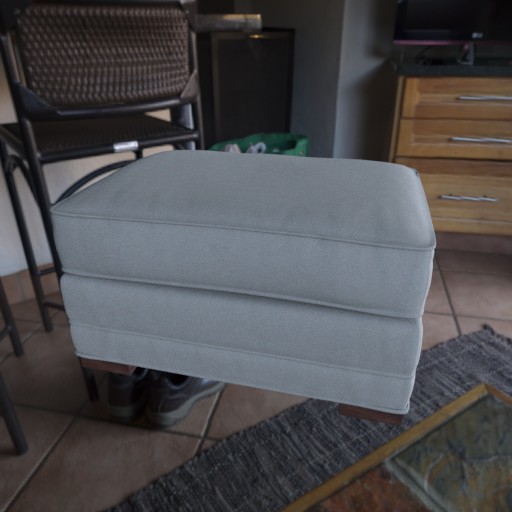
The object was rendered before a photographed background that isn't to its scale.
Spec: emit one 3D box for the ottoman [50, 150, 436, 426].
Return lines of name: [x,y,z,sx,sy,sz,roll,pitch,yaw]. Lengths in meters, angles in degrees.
ottoman: [0.000,0.000,1.216,0.848,0.482,0.611,6,27,13]
